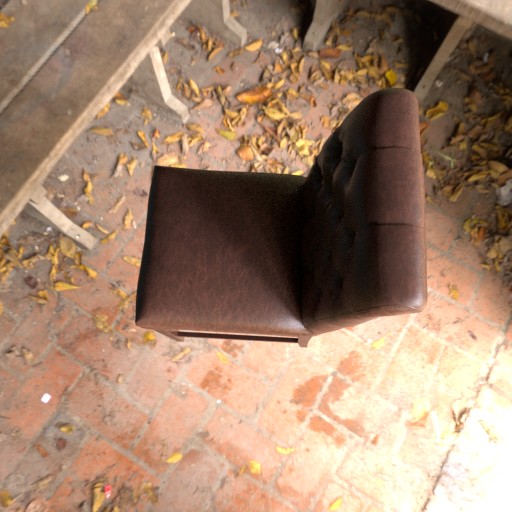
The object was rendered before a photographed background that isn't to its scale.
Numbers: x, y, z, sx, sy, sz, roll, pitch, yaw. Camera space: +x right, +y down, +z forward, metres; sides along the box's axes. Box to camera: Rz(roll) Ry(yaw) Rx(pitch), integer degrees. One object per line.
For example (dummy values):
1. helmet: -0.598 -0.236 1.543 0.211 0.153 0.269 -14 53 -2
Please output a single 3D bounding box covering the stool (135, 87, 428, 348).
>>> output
1. stool: 0.000 0.000 1.360 0.660 1.084 0.486 3 75 1
